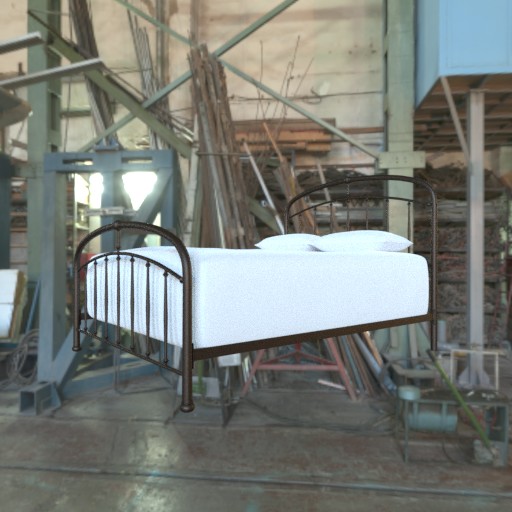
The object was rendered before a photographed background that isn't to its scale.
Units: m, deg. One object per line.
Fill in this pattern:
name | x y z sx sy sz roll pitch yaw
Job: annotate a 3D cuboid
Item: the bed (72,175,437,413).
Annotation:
bed | 0.000 0.000 3.323 2.180 1.425 1.711 0 0 -39
